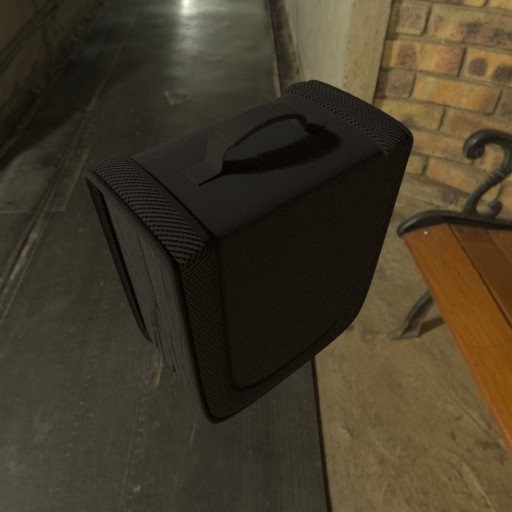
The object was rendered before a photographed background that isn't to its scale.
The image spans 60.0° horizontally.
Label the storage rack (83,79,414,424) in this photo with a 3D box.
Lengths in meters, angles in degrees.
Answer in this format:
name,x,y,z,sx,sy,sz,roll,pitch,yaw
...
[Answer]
name,x,y,z,sx,sy,sz,roll,pitch,yaw
storage rack,0.000,0.000,0.551,0.297,0.387,0.168,-31,54,-25
